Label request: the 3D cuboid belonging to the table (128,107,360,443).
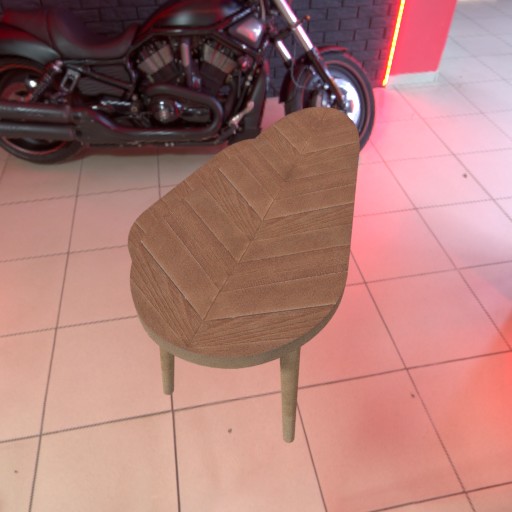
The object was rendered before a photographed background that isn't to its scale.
[{"bbox_3d":[0.000,0.000,1.583,0.701,0.595,1.190,16,48,15],"label":"table"}]
